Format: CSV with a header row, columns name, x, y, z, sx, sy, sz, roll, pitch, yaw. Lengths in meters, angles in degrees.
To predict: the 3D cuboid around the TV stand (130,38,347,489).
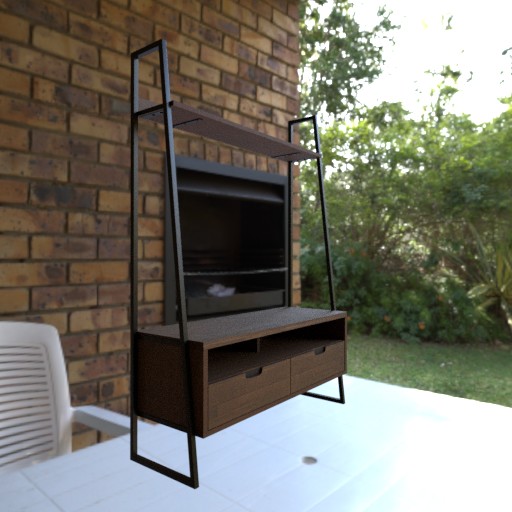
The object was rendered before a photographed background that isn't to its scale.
name,x,y,z,sx,sy,sz,roll,pitch,yaw
TV stand,0.000,0.000,2.293,0.432,1.772,1.250,0,0,38
